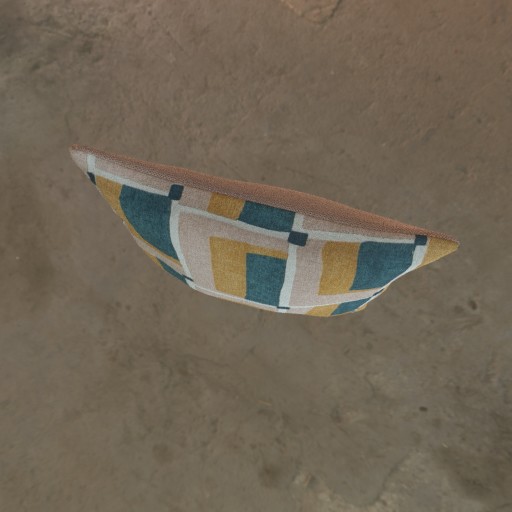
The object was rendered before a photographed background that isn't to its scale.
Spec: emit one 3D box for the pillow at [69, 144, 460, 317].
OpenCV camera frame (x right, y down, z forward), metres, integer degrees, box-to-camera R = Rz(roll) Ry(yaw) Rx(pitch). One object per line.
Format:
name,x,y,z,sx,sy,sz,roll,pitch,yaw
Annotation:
pillow,0.000,0.000,0.745,0.478,0.479,0.158,14,75,4
